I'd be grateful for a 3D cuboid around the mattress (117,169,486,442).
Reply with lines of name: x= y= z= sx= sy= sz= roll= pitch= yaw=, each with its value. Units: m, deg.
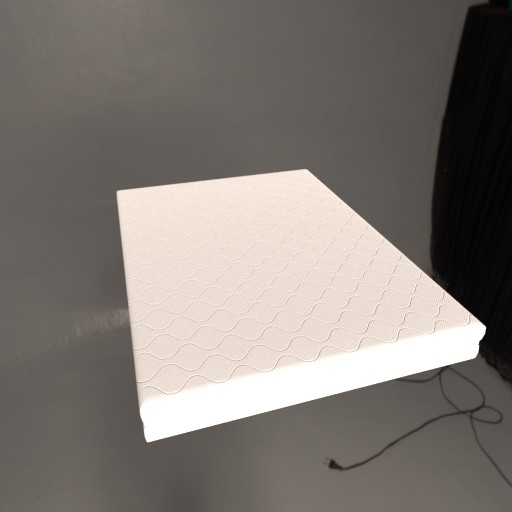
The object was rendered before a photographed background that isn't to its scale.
mattress: x=0.000 y=0.000 z=2.457 sx=1.400 sy=0.200 sz=1.900 roll=-9 pitch=33 yaw=-15
